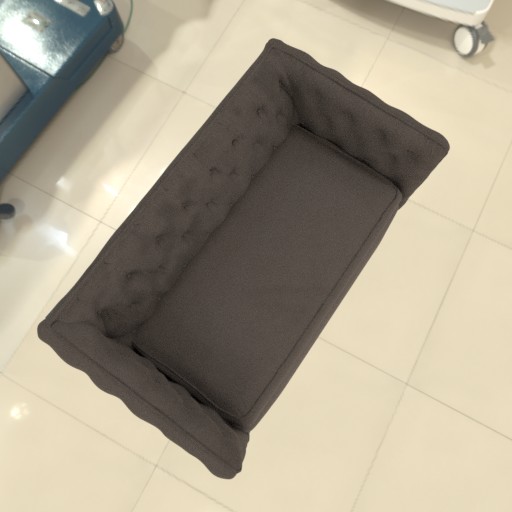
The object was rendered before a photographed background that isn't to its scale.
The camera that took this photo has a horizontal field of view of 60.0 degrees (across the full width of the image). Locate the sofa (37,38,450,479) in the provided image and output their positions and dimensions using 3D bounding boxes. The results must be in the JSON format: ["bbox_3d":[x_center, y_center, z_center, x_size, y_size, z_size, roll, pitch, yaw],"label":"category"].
[{"bbox_3d":[0.000,0.000,2.048,0.909,0.810,1.583,34,78,8],"label":"sofa"}]
